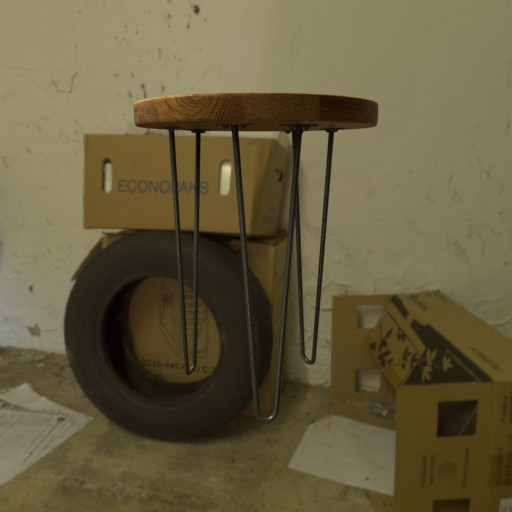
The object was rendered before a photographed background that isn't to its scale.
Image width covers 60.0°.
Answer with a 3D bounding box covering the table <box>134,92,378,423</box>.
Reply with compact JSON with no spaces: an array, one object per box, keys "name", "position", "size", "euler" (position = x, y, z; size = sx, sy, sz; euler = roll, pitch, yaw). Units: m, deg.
[{"name":"table","position":[0.000,0.000,0.809],"size":[0.400,0.520,0.400],"euler":[0,14,0]}]
